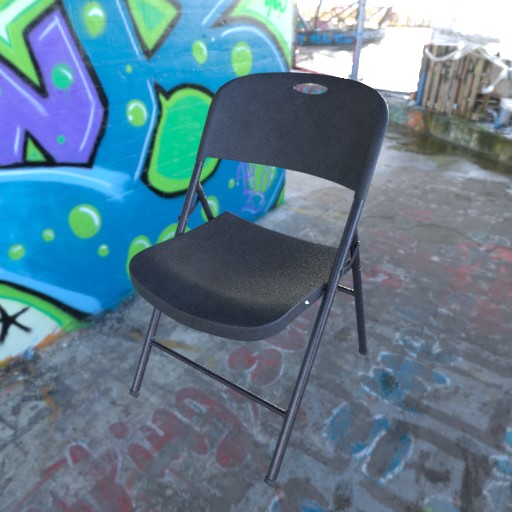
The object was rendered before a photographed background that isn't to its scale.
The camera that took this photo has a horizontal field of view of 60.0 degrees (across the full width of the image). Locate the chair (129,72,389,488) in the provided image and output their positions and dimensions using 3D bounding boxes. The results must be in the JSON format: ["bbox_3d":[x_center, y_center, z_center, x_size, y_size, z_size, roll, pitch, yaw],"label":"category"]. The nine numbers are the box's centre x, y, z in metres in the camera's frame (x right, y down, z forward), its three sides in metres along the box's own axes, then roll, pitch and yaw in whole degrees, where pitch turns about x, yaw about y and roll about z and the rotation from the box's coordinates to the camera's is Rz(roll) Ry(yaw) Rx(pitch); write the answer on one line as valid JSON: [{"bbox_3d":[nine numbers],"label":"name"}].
[{"bbox_3d":[0.000,0.000,1.133,0.494,0.810,0.567,19,35,30],"label":"chair"}]
